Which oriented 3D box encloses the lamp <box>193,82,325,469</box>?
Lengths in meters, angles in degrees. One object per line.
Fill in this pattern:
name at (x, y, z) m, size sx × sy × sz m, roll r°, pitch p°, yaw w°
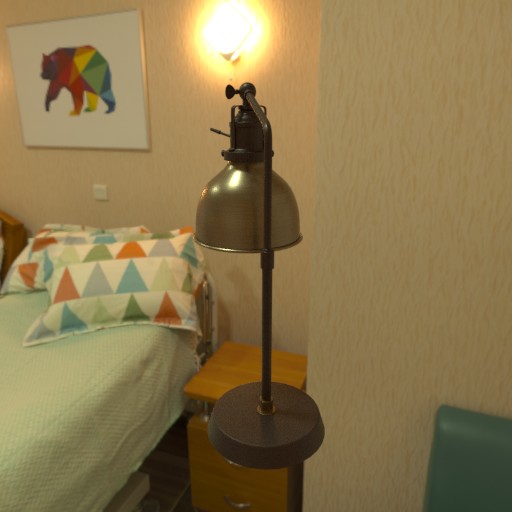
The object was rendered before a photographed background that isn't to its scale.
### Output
lamp at (0.000, 0.000, 0.627) m, size 0.175 × 0.469 × 0.298 m, roll -2°, pitch 16°, yaw -8°
